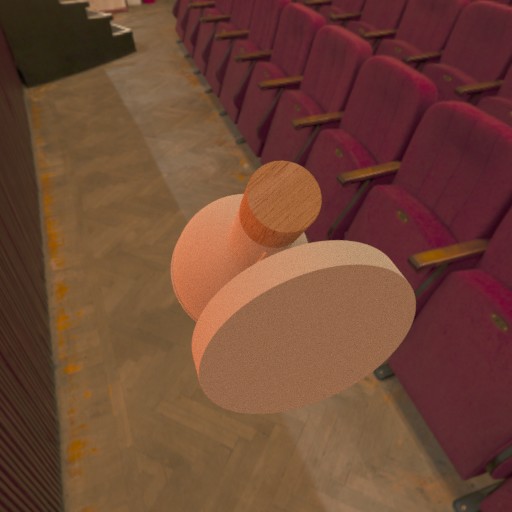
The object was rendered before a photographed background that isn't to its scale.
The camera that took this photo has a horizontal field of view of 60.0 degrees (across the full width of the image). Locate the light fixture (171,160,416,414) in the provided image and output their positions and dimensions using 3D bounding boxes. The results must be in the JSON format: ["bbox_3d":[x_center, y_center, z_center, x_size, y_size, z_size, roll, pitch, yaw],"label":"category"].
[{"bbox_3d":[0.000,0.000,0.332,0.127,0.199,0.209,-12,43,-13],"label":"light fixture"}]
